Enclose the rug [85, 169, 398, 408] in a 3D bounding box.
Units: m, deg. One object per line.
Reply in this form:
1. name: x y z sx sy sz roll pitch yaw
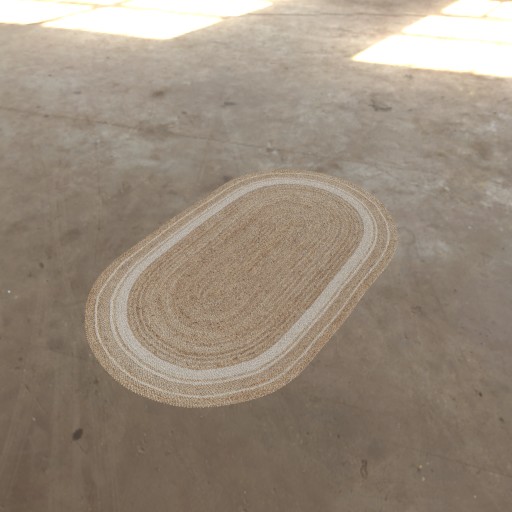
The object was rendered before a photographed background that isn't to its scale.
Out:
1. rug: 0.000 0.000 3.035 1.520 0.006 2.432 27 48 26
